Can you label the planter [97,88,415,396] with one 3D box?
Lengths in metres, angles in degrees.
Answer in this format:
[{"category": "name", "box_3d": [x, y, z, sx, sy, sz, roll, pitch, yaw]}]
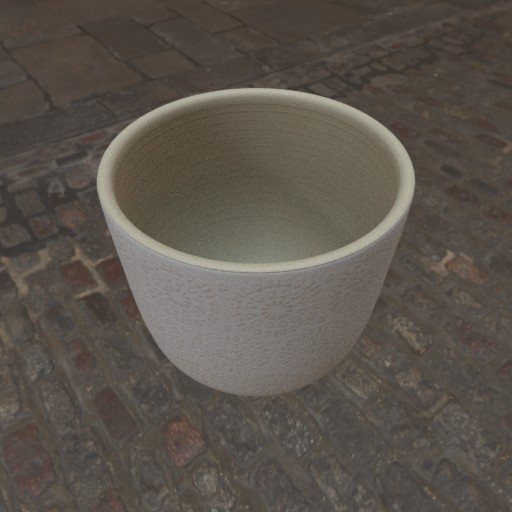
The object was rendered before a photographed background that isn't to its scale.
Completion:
[{"category": "planter", "box_3d": [0.000, 0.000, 0.365, 0.208, 0.190, 0.208, 0, 46, 0]}]
